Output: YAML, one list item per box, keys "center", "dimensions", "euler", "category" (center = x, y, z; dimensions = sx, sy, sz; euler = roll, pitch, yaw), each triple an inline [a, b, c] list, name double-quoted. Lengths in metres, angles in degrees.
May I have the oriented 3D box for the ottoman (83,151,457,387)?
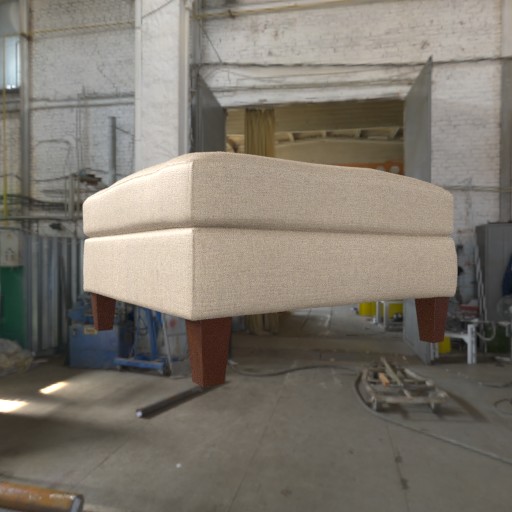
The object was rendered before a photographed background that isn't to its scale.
- center: [0.000, 0.000, 1.348]
  dimensions: [0.838, 0.481, 0.838]
  euler: [0, 0, -34]
  category: "ottoman"
